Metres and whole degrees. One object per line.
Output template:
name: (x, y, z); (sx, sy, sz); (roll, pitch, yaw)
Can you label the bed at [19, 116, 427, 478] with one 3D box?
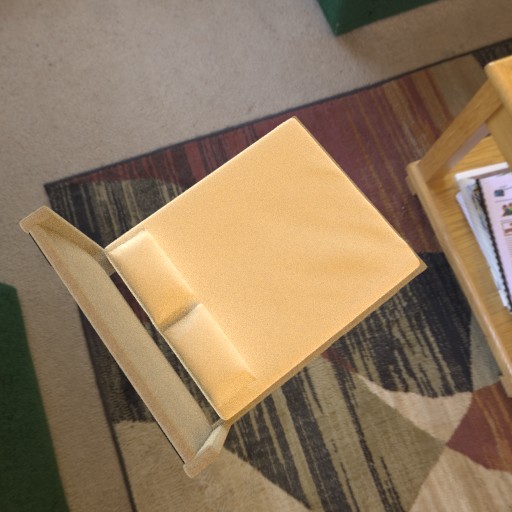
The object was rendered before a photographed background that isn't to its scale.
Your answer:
bed: (0.000, 0.000, 3.348); (2.222, 1.491, 1.774); (-37, 79, -8)
